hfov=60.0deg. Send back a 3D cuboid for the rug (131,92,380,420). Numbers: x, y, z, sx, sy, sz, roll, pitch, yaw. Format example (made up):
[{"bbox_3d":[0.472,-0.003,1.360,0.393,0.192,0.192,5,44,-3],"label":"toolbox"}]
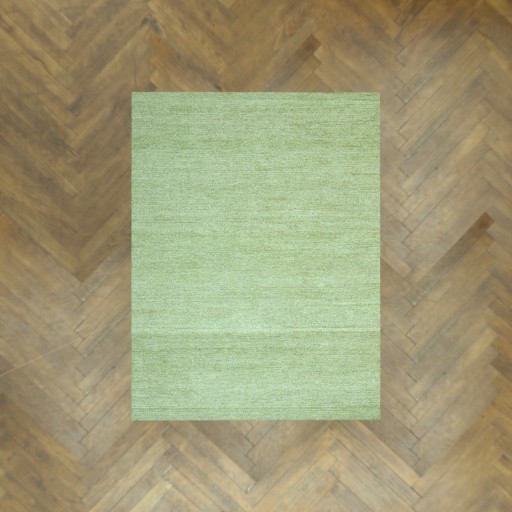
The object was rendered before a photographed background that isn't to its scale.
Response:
[{"bbox_3d":[0.000,0.000,4.324,2.425,0.016,3.198,0,90,0],"label":"rug"}]
